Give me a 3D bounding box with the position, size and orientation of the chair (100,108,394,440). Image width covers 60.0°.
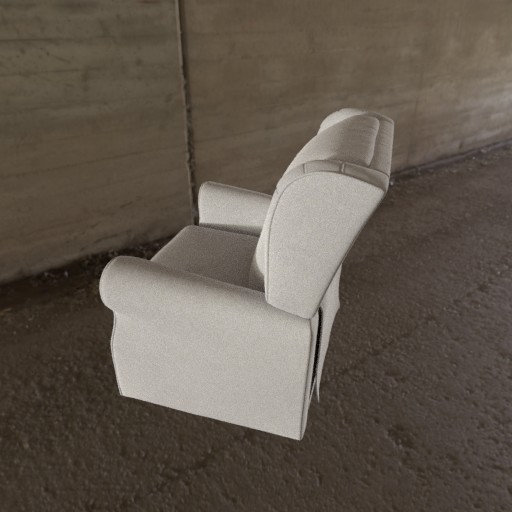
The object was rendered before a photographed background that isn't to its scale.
[{"bbox_3d":[0.000,0.000,1.648,0.854,0.967,0.906,8,30,14],"label":"chair"}]
